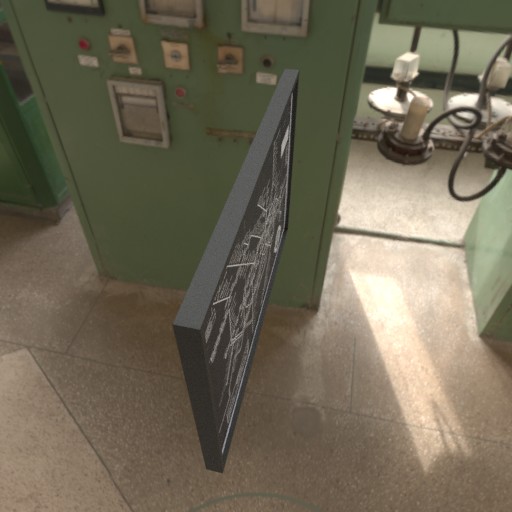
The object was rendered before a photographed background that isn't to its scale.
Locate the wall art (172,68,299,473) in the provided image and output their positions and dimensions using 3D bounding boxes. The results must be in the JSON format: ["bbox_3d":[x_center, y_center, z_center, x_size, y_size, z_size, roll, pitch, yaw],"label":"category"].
[{"bbox_3d":[0.000,0.000,0.576,0.021,0.301,0.443,9,47,9],"label":"wall art"}]
